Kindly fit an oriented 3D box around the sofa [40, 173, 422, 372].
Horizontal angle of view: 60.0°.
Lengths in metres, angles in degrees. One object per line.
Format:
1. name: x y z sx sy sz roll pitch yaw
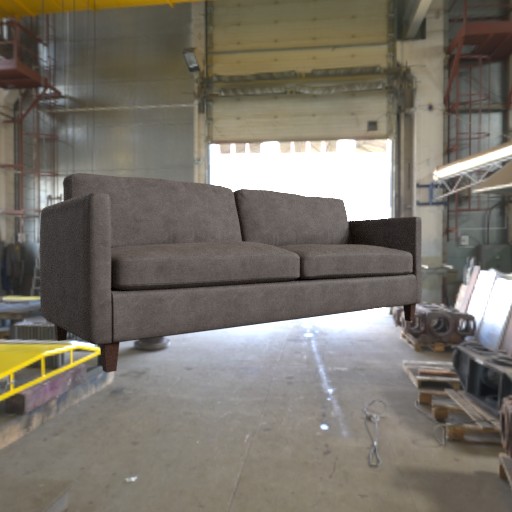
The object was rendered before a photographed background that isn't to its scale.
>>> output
1. sofa: 0.000 0.000 2.906 2.434 0.965 0.951 -1 1 -37
